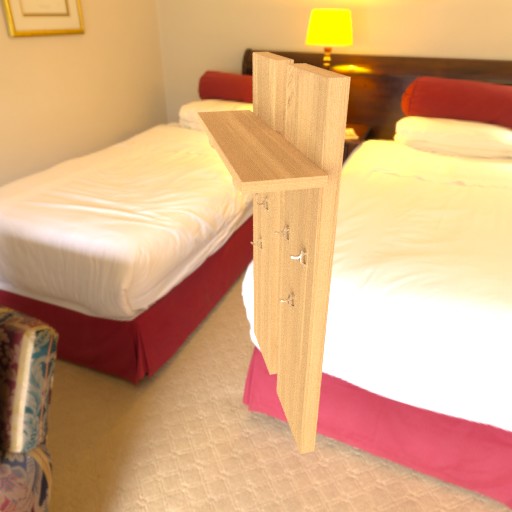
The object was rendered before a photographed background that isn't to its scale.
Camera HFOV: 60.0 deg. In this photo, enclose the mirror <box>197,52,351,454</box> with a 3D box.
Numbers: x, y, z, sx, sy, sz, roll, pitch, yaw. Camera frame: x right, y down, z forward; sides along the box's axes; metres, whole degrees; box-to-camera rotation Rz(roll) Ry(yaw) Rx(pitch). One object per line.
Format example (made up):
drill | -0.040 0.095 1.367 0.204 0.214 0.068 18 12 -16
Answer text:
mirror | 0.000 0.000 1.556 0.260 1.250 0.800 -7 30 -12
